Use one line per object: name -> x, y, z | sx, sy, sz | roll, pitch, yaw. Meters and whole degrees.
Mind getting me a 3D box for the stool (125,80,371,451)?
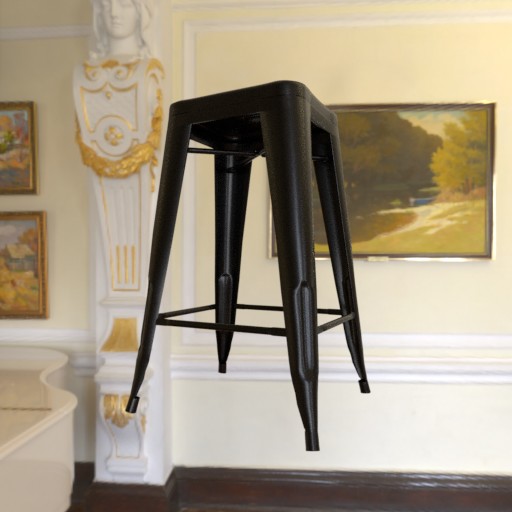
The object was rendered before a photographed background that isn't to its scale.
stool -> 0.000, 0.000, 0.926 | 0.455, 0.609, 0.423 | 0, 0, 16
